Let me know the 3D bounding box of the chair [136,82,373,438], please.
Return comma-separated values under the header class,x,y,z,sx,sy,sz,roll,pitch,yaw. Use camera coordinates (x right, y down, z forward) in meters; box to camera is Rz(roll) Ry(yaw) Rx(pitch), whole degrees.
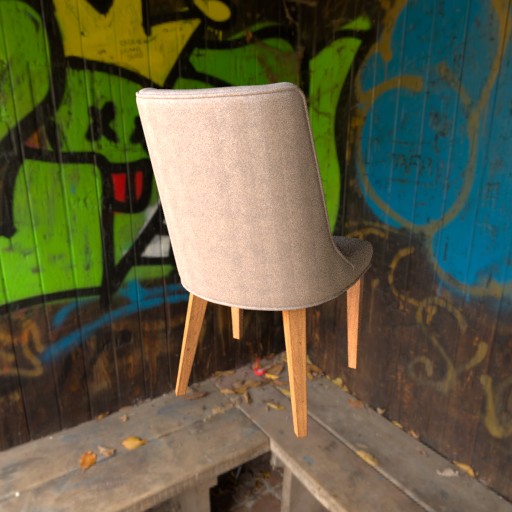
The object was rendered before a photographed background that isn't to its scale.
class,x,y,z,sx,sy,sz,roll,pitch,yaw
chair,0.000,0.000,1.308,0.548,0.916,0.636,9,19,26
